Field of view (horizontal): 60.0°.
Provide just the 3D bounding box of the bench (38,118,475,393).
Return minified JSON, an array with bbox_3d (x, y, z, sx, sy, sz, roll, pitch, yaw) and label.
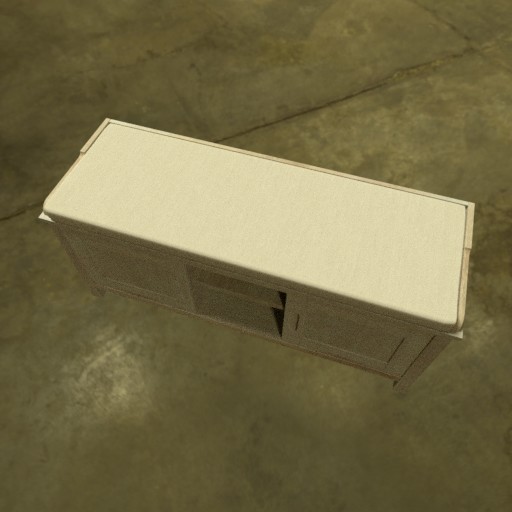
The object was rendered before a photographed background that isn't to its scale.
[{"bbox_3d":[0.000,0.000,1.401,1.140,0.501,0.398,15,57,10],"label":"bench"}]
